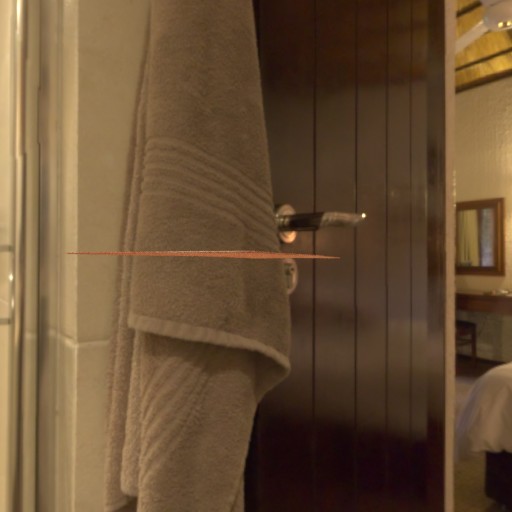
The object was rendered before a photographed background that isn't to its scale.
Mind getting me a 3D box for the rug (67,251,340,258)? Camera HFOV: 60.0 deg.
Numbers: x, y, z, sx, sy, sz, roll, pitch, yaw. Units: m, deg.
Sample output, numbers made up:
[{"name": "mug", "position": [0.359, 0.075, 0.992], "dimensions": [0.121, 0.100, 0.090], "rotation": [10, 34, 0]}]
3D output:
[{"name": "rug", "position": [0.000, 0.000, 2.620], "dimensions": [0.718, 0.013, 2.353], "rotation": [0, -1, 17]}]
